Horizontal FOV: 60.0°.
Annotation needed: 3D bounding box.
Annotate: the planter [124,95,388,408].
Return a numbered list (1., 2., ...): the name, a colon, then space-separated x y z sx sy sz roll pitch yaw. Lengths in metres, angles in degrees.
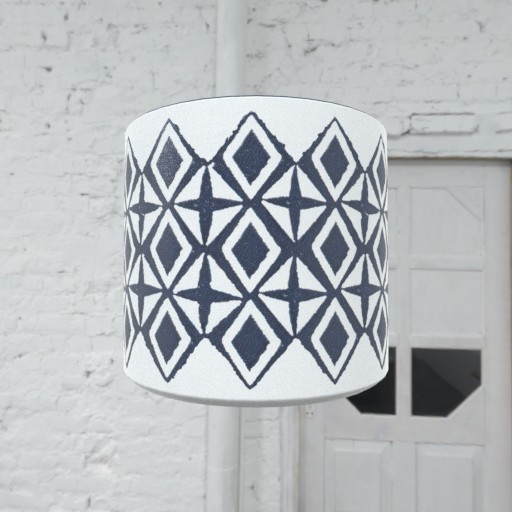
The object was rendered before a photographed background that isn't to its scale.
1. planter: 0.000 0.000 0.318 0.182 0.165 0.182 0 -1 0
